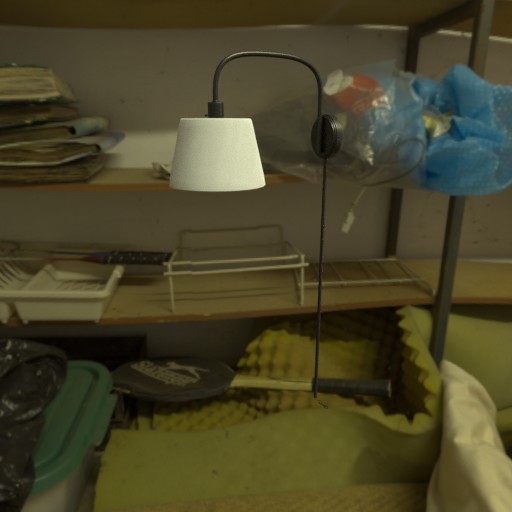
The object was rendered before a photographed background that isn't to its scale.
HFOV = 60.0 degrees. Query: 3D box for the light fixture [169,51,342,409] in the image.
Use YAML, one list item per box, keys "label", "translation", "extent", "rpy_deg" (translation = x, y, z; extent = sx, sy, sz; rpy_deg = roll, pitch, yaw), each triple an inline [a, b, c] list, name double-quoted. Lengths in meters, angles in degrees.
- label: "light fixture"
  translation: [0.000, 0.000, 0.470]
  extent: [0.176, 0.399, 0.092]
  rpy_deg: [-8, 19, -26]
